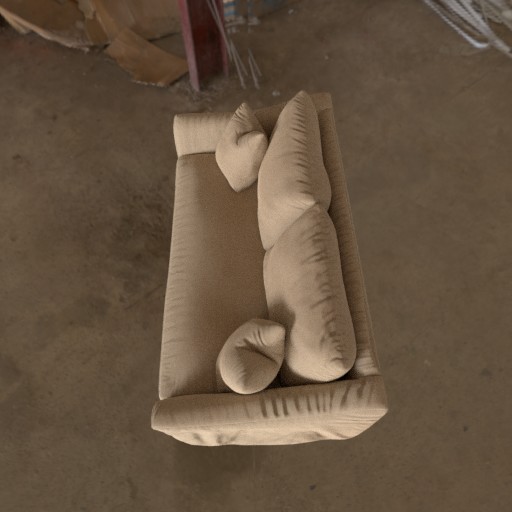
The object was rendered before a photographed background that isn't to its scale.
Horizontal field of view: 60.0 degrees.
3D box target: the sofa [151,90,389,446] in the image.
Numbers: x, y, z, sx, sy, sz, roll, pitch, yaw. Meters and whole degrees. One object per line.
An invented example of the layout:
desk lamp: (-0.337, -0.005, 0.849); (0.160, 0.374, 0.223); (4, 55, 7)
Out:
sofa: (0.000, 0.000, 2.653); (1.072, 1.018, 2.010); (-2, 59, -1)
